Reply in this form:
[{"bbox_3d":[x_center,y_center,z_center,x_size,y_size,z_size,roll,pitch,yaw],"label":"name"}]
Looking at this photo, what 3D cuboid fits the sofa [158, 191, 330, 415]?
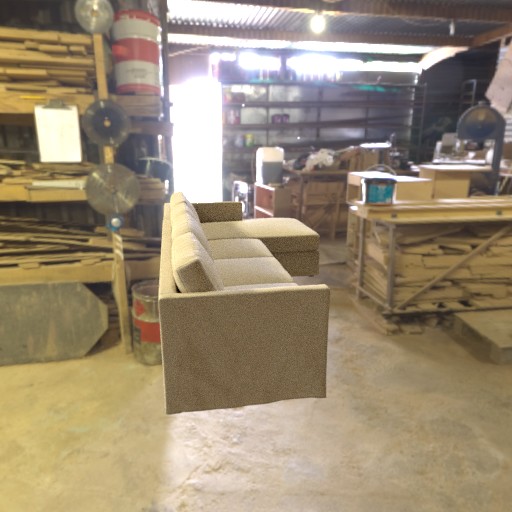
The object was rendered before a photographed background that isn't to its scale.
[{"bbox_3d":[0.000,0.000,3.959,1.622,0.871,3.206,-3,16,-10],"label":"sofa"}]
